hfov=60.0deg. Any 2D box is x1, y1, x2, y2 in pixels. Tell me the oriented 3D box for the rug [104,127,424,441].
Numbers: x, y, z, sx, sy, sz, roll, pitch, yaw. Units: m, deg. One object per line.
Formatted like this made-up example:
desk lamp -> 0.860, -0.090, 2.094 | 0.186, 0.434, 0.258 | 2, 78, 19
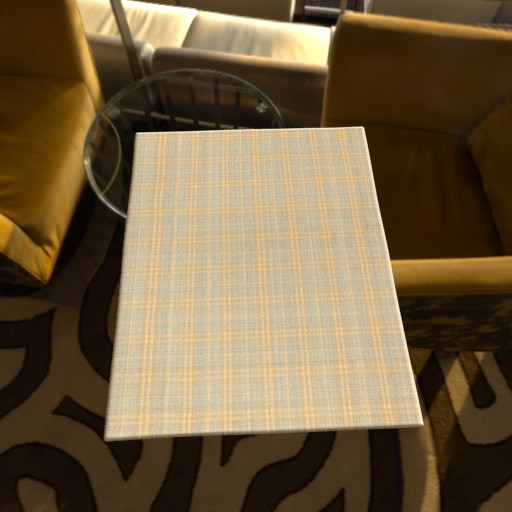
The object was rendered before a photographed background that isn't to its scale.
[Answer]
rug -> 0.000, 0.000, 4.088 | 2.462, 0.030, 3.066 | -2, 63, -1
